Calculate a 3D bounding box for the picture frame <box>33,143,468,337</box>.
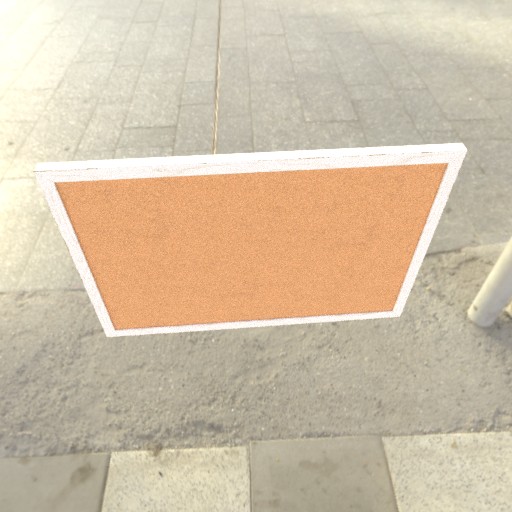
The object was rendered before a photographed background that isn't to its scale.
[{"bbox_3d":[0.000,0.000,1.210,0.950,0.640,0.029,-3,47,-3],"label":"picture frame"}]
